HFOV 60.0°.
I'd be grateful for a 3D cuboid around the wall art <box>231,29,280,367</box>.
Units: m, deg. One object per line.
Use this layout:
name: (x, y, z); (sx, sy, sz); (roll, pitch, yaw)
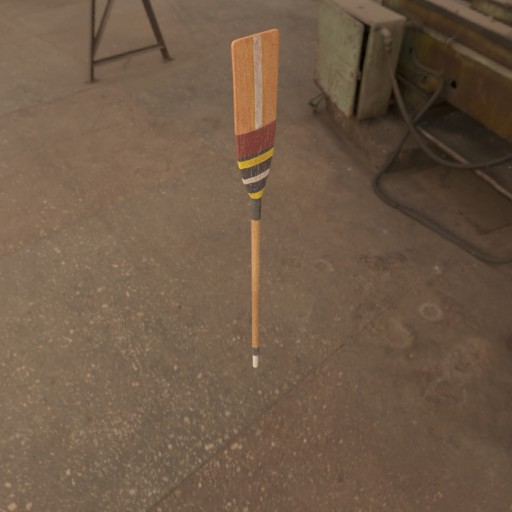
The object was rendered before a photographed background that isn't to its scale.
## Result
wall art: (0.000, 0.000, 1.642); (0.146, 1.556, 0.038); (-30, 53, -26)
